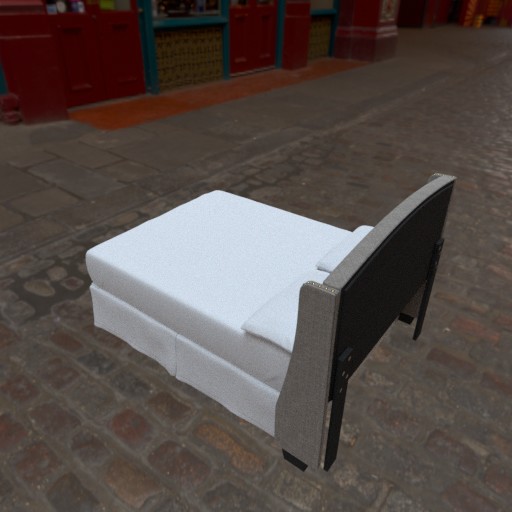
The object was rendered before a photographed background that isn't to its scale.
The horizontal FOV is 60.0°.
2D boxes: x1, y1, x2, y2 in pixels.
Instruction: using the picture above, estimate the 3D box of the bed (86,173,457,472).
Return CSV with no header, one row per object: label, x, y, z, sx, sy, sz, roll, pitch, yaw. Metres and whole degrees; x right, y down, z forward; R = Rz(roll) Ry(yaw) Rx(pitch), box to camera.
bed,0.000,0.000,3.341,2.237,1.407,1.710,22,38,31
